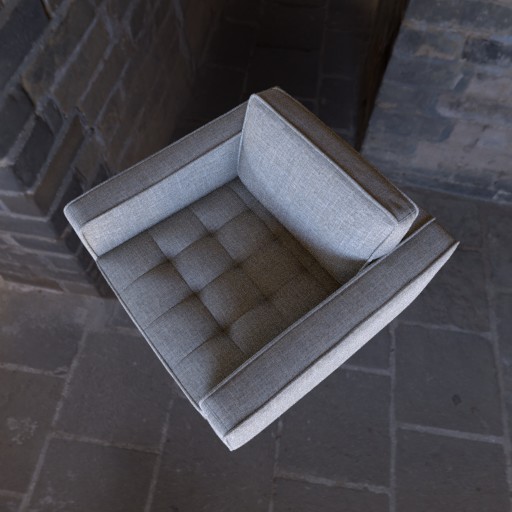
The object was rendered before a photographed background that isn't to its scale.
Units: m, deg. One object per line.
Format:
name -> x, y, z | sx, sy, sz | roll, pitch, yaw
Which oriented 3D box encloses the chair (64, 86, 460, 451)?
chair -> 0.000, 0.000, 1.537 | 0.914, 0.765, 0.889 | -35, 67, -17
